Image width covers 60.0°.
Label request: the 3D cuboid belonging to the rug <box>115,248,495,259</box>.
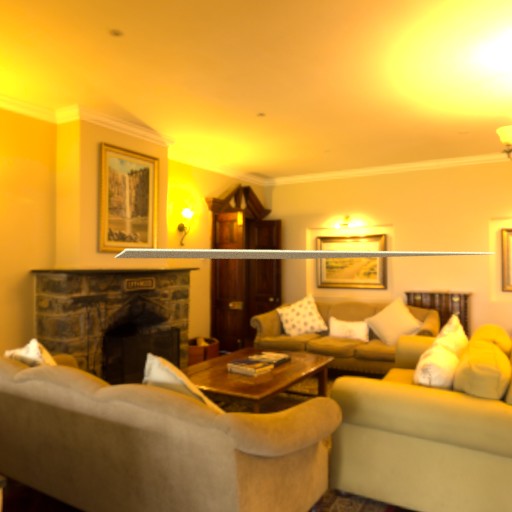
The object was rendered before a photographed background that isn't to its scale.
[{"bbox_3d":[0.000,0.000,3.943,2.353,0.014,2.945,0,-1,-19],"label":"rug"}]
